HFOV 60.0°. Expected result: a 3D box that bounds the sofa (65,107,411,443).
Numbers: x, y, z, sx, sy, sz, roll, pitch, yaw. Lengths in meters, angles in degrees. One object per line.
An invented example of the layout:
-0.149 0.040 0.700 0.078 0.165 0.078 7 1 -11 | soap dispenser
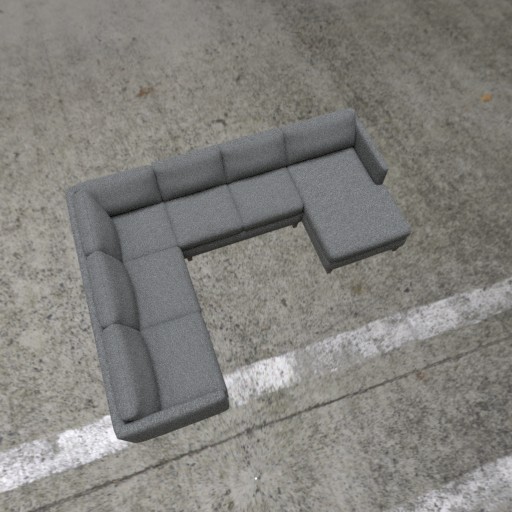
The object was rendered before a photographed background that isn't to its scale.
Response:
0.000 0.000 4.428 3.238 0.853 2.551 -18 65 -9 | sofa
